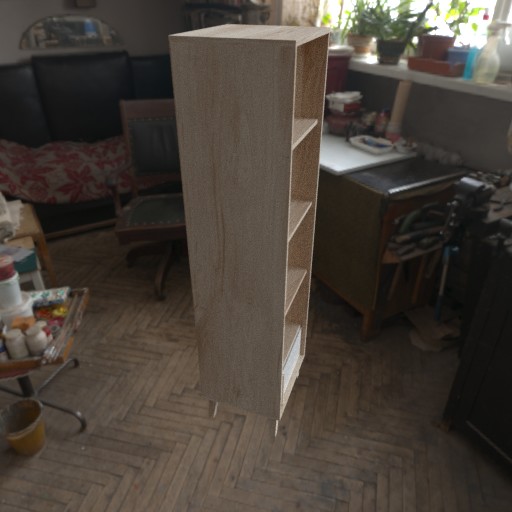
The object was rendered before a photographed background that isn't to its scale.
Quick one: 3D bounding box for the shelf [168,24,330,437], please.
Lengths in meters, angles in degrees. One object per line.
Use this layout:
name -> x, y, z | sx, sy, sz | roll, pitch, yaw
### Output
shelf -> 0.000, 0.000, 2.158 | 0.450, 1.960, 0.510 | 11, 33, 17
